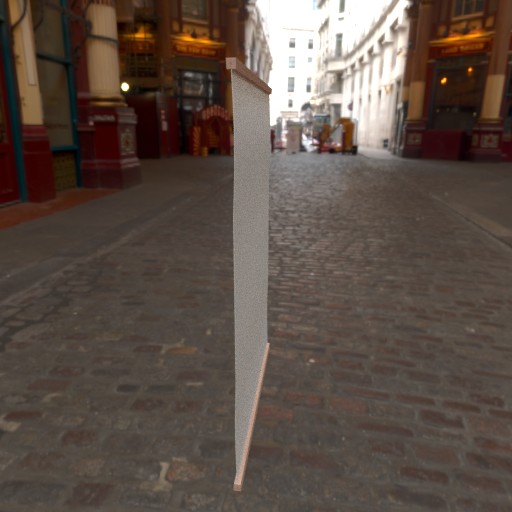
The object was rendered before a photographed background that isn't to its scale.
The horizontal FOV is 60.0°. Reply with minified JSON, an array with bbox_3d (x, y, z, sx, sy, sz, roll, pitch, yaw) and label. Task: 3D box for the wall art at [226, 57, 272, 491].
[{"bbox_3d":[0.000,0.000,1.335,0.020,1.013,0.758,2,17,7],"label":"wall art"}]
